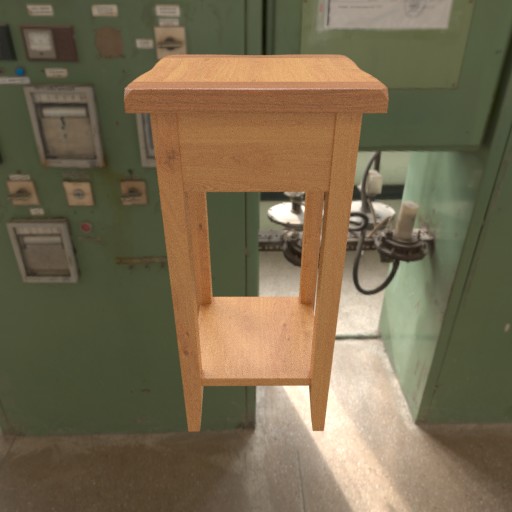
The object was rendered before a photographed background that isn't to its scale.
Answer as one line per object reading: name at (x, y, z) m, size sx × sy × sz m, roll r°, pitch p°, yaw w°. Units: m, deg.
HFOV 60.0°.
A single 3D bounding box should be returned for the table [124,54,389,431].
table at (0.000, 0.000, 0.939) m, size 0.360 × 0.740 × 0.360 m, roll 0°, pitch 31°, yaw 0°
